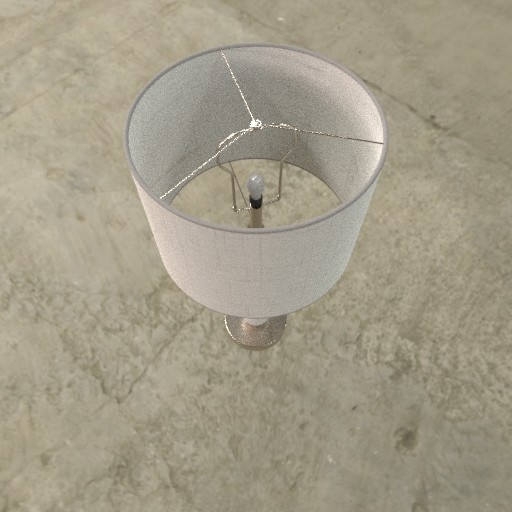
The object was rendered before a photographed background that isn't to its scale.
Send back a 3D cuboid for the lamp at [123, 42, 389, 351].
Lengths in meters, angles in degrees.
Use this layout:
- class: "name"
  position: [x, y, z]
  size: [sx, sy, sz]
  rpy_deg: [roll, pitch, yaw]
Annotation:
- class: "lamp"
  position: [0.000, 0.000, 0.712]
  size: [0.282, 0.559, 0.280]
  rpy_deg: [-16, 61, -9]
